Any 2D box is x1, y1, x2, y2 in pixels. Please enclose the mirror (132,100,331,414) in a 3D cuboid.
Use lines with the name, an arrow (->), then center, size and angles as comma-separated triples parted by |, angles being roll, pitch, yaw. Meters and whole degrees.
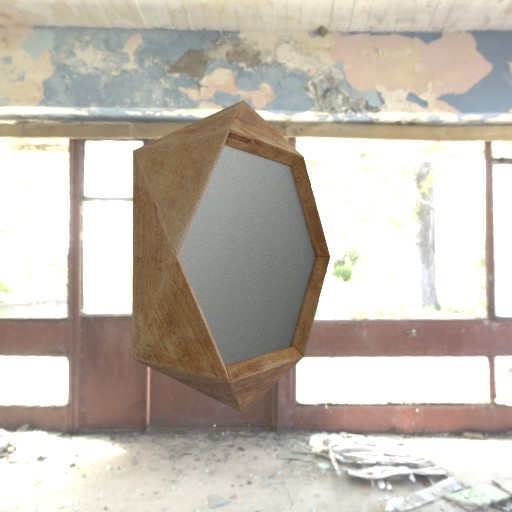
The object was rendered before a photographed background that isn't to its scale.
mirror -> 0.000, 0.000, 1.078 | 0.091, 0.779, 0.675 | -1, -1, 36
